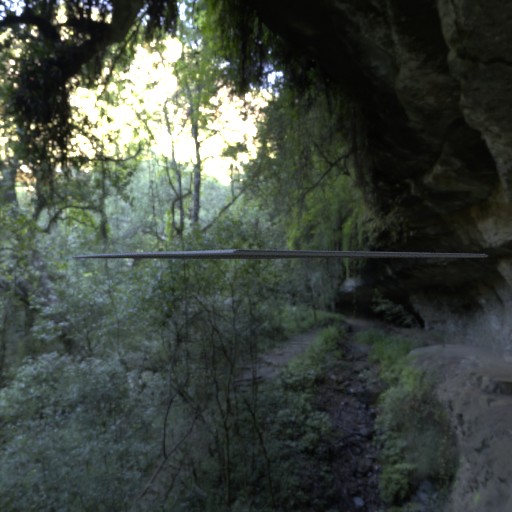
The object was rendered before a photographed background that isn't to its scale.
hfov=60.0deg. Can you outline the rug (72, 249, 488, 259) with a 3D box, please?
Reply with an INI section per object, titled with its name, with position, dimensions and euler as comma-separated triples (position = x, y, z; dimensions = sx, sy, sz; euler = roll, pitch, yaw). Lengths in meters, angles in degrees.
[rug]
position = 0.000, 0.000, 4.065
dimensions = 2.472, 0.035, 3.017
euler = 1, -1, -36
